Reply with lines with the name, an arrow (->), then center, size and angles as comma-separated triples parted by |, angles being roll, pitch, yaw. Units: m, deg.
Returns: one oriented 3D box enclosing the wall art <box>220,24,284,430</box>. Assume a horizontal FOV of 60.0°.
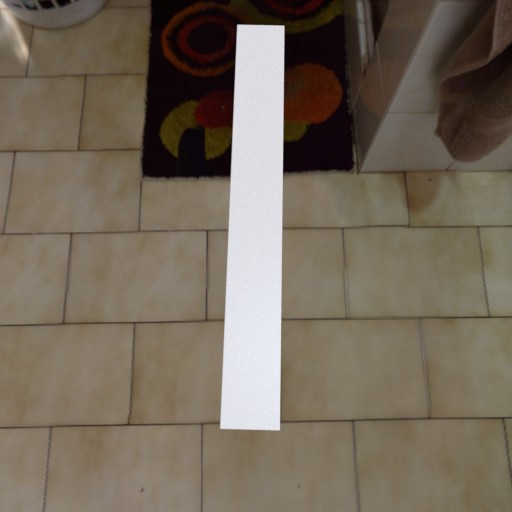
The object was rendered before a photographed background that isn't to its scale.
wall art -> 0.000, 0.000, 0.465 | 0.038, 0.305, 0.305 | 1, 76, 0
